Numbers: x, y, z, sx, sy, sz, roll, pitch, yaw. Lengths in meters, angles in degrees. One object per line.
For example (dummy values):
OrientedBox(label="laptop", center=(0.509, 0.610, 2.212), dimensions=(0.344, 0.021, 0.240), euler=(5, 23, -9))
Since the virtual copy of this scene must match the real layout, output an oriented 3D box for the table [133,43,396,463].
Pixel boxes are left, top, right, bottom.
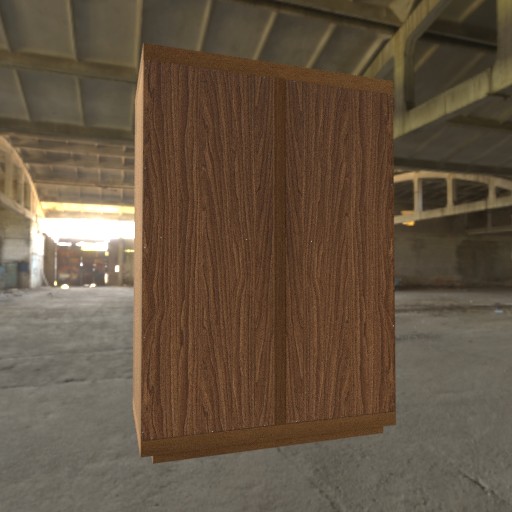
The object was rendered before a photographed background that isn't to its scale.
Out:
OrientedBox(label="table", center=(0.000, 0.000, 1.736), dimensions=(0.901, 1.294, 0.524), euler=(1, -2, -18))
